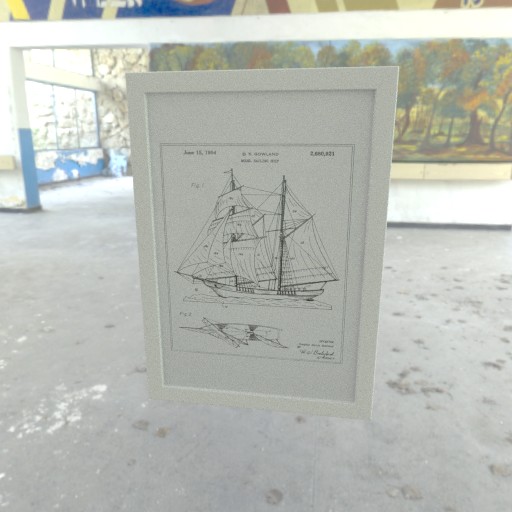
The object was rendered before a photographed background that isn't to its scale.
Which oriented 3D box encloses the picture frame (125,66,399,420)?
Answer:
[{"bbox_3d":[0.000,0.000,0.683,0.381,0.534,0.012,2,15,9],"label":"picture frame"}]
